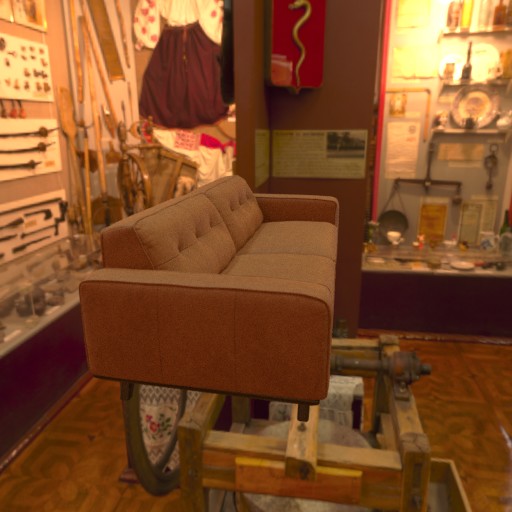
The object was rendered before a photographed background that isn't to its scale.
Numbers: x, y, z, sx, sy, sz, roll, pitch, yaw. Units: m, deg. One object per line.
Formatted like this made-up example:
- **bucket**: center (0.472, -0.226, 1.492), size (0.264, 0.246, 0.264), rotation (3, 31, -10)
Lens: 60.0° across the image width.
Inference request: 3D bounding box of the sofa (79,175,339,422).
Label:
- **sofa**: center (0.000, 0.000, 2.665), size (0.953, 0.780, 2.270), rotation (3, 17, 10)
